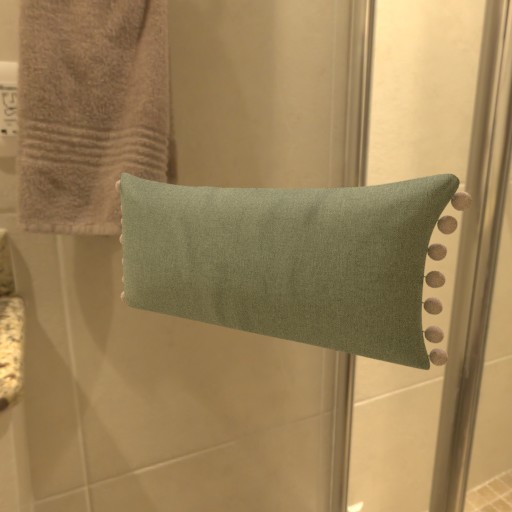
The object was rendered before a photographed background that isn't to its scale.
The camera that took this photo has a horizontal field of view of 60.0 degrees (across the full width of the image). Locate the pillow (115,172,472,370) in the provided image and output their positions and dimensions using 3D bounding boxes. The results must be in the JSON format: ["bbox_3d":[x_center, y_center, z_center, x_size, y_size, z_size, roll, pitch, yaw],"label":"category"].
[{"bbox_3d":[0.000,0.000,0.834,0.709,0.322,0.201,7,16,26],"label":"pillow"}]
